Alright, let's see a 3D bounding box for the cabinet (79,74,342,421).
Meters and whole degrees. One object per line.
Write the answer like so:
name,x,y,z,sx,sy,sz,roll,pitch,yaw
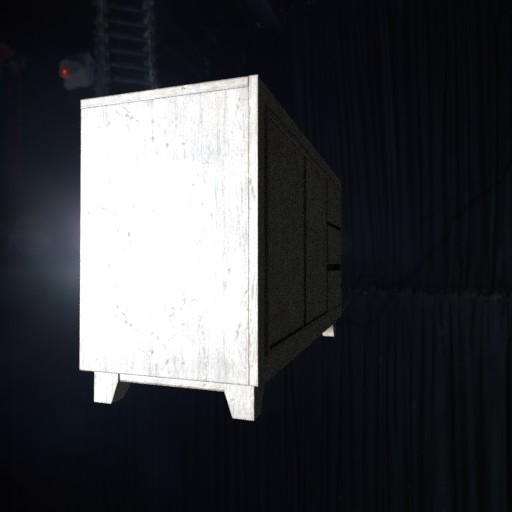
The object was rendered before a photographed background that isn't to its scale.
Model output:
cabinet,0.000,0.000,1.800,0.511,0.825,1.460,0,-1,18
